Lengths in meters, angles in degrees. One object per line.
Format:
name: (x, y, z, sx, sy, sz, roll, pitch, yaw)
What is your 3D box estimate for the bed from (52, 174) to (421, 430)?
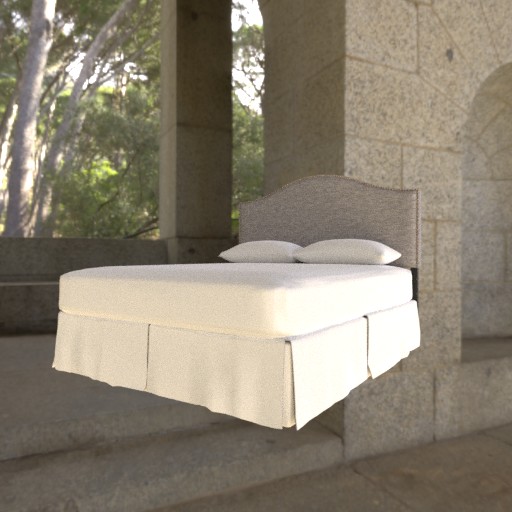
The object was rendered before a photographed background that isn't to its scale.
bed: (0.000, 0.000, 2.824, 1.610, 1.295, 1.870, 0, 0, 34)
